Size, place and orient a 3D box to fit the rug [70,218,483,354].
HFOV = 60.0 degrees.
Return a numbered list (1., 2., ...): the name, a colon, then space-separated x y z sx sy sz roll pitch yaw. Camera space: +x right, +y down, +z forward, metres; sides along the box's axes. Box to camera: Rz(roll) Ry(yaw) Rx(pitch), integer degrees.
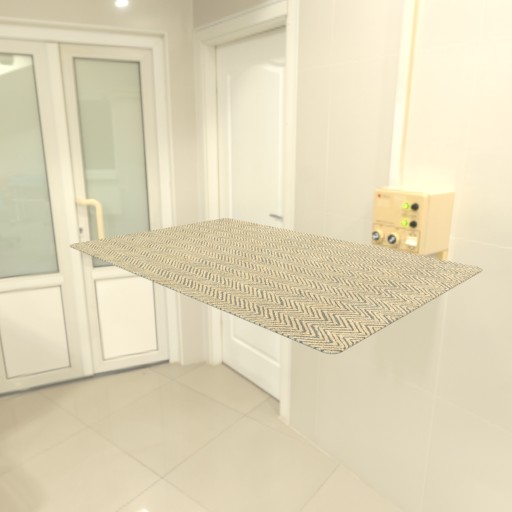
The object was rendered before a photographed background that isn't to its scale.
1. rug: 0.000 0.000 2.190 1.144 0.008 1.752 -15 21 -43
